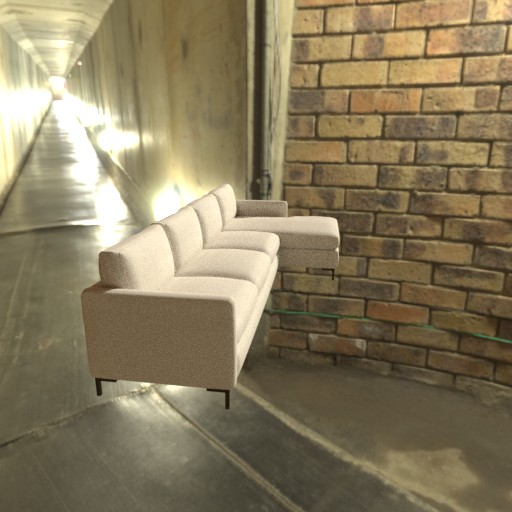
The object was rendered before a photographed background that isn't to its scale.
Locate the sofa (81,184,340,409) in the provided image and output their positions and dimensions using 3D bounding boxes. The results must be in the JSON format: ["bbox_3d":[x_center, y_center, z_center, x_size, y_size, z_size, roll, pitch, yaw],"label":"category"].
[{"bbox_3d":[0.000,0.000,2.956,1.126,0.677,2.445,3,17,9],"label":"sofa"}]
